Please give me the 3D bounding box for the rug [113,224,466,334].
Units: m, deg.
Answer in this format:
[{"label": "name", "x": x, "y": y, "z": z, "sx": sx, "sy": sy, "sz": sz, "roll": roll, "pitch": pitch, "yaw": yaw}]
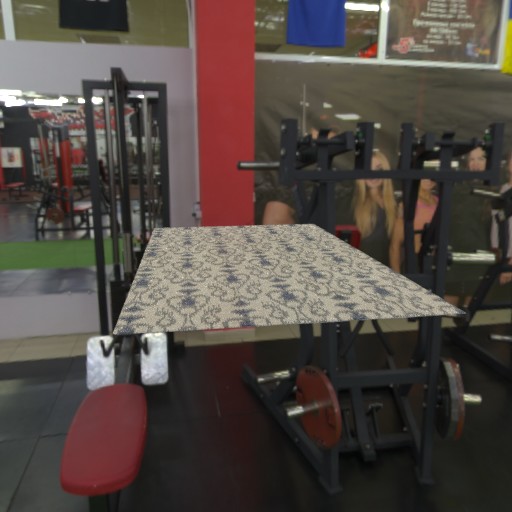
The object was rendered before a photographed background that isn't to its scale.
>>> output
[{"label": "rug", "x": 0.000, "y": 0.000, "z": 2.058, "sx": 1.035, "sy": 0.006, "sz": 1.652, "roll": -2, "pitch": 14, "yaw": -9}]
